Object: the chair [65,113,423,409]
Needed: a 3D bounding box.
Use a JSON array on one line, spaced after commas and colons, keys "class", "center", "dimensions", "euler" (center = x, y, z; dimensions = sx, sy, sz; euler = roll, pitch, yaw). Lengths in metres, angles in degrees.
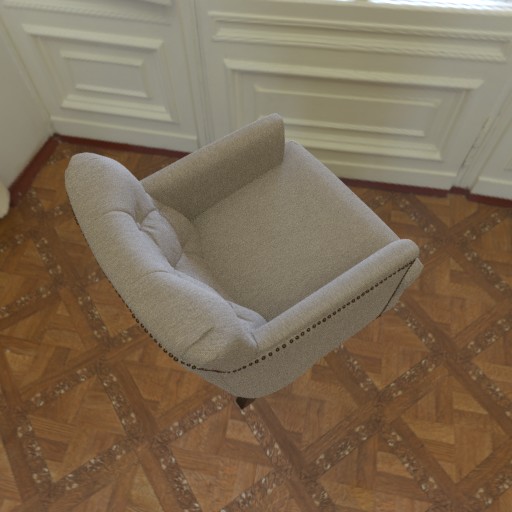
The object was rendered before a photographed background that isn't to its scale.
[{"class": "chair", "center": [0.000, 0.000, 1.500], "dimensions": [0.902, 0.823, 0.737], "euler": [-31, 63, -17]}]
